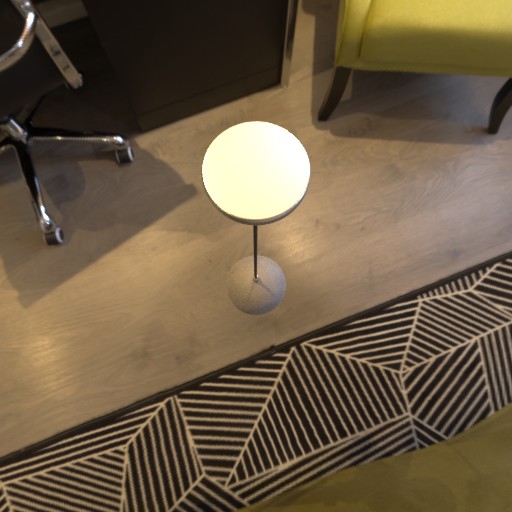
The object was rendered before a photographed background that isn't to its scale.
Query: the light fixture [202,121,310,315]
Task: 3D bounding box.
[{"bbox_3d":[0.000,0.000,0.849,0.153,0.760,0.153,37,79,9],"label":"light fixture"}]
